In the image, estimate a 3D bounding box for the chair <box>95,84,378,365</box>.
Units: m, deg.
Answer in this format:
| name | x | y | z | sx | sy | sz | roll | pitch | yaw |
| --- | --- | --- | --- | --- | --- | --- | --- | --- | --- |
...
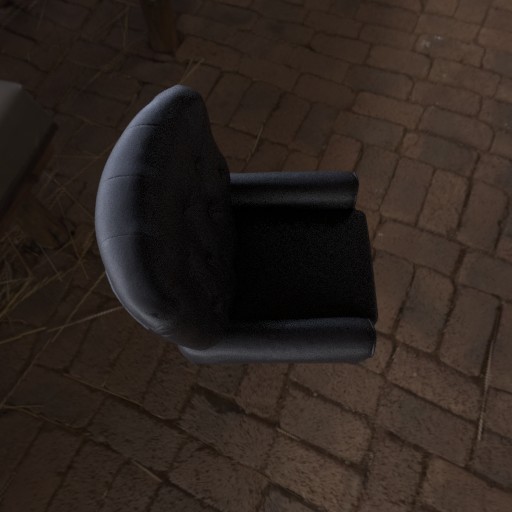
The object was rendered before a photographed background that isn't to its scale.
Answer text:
| name | x | y | z | sx | sy | sz | roll | pitch | yaw |
| --- | --- | --- | --- | --- | --- | --- | --- | --- | --- |
| chair | 0.000 | 0.000 | 1.932 | 1.058 | 1.158 | 0.948 | 0 | 66 | 0 |
